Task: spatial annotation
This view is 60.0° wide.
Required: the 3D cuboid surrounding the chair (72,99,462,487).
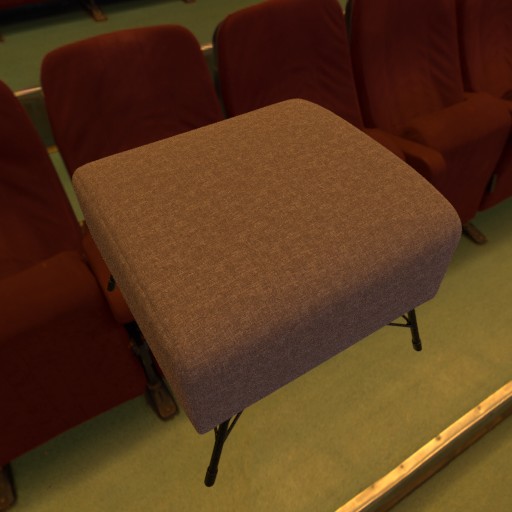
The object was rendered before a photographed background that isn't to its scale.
[{"bbox_3d":[0.000,0.000,0.871,0.530,0.410,0.530,-24,52,-21],"label":"chair"}]
